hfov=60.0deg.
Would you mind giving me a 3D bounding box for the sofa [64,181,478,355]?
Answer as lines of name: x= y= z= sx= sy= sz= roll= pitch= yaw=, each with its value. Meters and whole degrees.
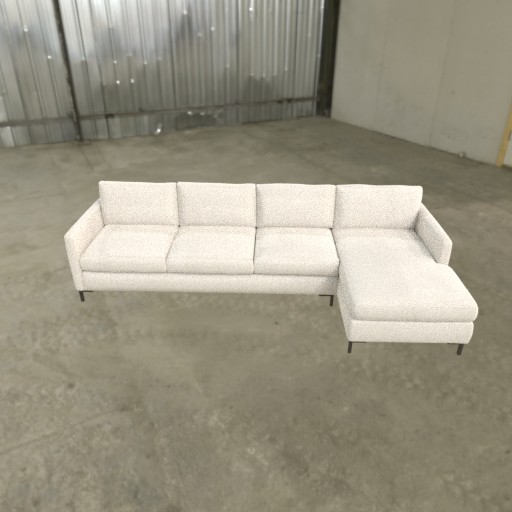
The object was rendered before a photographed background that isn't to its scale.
sofa: x=0.000 y=0.000 z=2.884 sx=2.445 sy=0.677 sz=1.126 roll=1 pitch=29 yaw=2
